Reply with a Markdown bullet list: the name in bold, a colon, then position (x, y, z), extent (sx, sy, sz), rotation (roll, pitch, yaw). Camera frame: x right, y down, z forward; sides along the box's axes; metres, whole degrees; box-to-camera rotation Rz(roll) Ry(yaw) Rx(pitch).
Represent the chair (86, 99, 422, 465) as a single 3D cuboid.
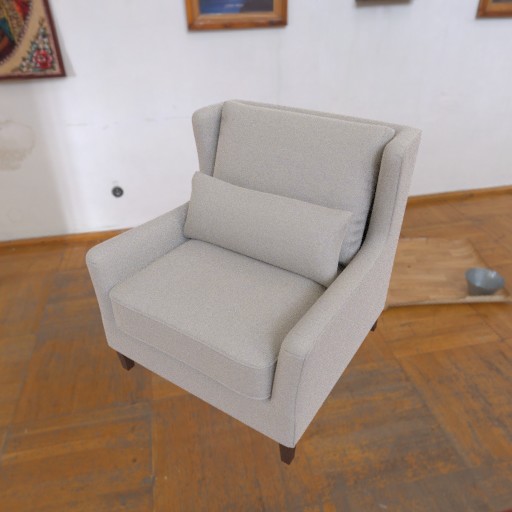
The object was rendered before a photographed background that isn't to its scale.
- **chair**: position (0.000, 0.000, 1.878), extent (0.982, 1.056, 1.040), rotation (19, 37, 28)
